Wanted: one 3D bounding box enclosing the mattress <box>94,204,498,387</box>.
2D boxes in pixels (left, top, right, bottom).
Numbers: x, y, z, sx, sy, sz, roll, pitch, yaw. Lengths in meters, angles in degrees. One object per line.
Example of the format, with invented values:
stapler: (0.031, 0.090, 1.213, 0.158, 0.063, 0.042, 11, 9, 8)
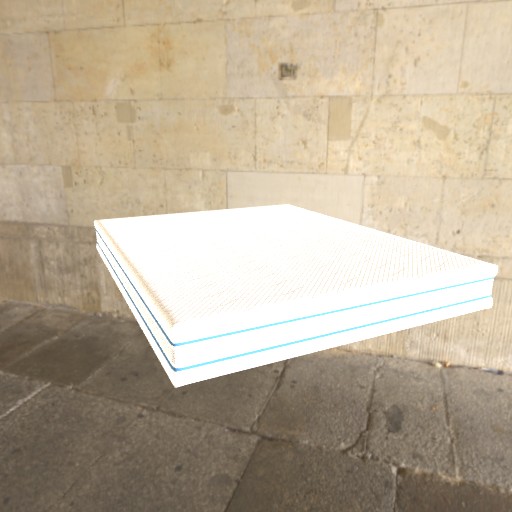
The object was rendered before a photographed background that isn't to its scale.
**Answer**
mattress: (0.000, 0.000, 2.667, 1.600, 0.230, 2.000, -8, 18, -25)
